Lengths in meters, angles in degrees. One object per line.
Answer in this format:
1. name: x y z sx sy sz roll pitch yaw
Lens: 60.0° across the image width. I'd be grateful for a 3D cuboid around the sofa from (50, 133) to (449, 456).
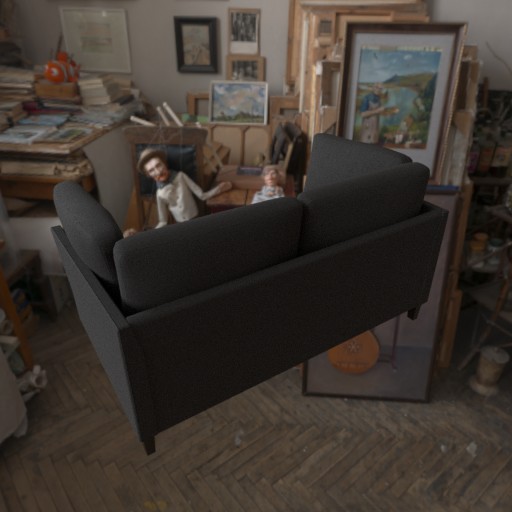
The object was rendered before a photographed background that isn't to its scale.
1. sofa: 0.000 0.000 2.297 1.751 0.920 0.969 -18 35 -28
